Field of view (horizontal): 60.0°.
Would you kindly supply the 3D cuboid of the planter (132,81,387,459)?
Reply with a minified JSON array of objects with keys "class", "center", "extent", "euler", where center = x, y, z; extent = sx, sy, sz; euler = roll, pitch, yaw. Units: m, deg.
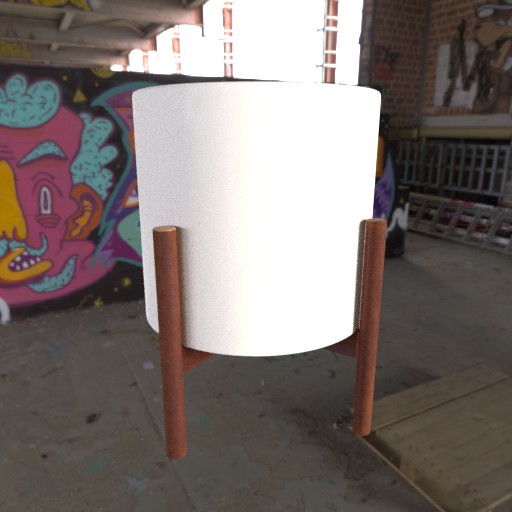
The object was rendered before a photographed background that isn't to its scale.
[{"class":"planter","center":[0.000,0.000,0.848],"extent":[0.420,0.581,0.421],"euler":[-2,16,-7]}]
